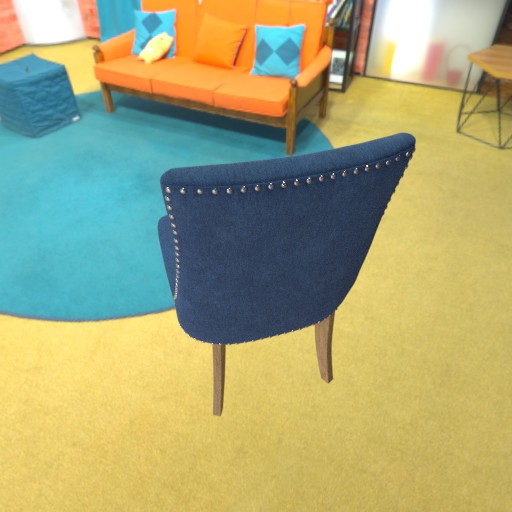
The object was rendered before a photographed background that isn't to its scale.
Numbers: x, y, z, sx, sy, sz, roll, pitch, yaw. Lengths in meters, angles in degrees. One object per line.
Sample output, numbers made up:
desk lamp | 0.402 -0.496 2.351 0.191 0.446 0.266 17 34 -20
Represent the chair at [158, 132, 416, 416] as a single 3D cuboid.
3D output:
chair | 0.000 0.000 1.237 0.495 0.902 0.610 -12 43 -13
